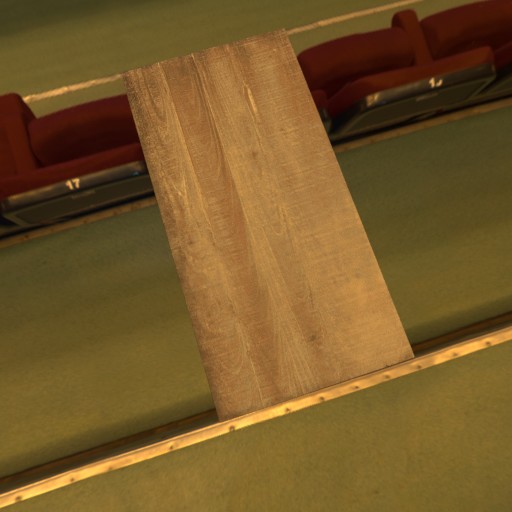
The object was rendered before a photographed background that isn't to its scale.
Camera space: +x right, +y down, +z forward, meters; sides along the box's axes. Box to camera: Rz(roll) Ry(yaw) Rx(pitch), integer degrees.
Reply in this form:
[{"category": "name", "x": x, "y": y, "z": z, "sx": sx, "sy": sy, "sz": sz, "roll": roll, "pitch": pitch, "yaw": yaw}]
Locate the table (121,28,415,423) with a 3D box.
[{"category": "table", "x": 0.000, "y": 0.000, "z": 1.048, "sx": 0.300, "sy": 0.701, "sz": 0.599, "roll": -17, "pitch": 77, "yaw": -4}]
